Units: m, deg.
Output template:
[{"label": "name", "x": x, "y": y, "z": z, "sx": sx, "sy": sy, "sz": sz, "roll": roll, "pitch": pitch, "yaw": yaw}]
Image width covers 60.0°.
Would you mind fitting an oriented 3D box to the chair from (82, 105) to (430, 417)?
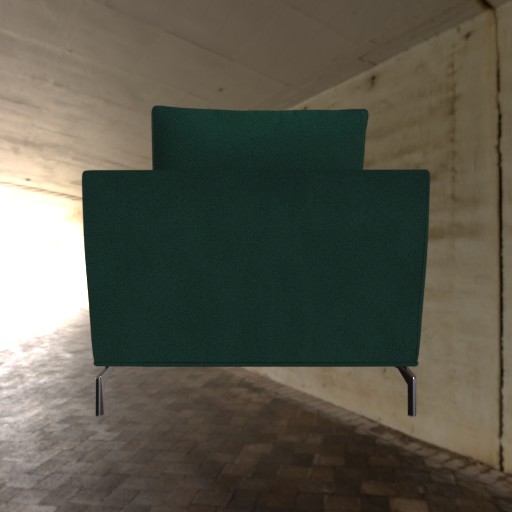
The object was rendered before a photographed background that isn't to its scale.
[{"label": "chair", "x": 0.000, "y": 0.000, "z": 1.726, "sx": 1.047, "sy": 0.997, "sz": 0.852, "roll": 0, "pitch": -1, "yaw": 0}]
